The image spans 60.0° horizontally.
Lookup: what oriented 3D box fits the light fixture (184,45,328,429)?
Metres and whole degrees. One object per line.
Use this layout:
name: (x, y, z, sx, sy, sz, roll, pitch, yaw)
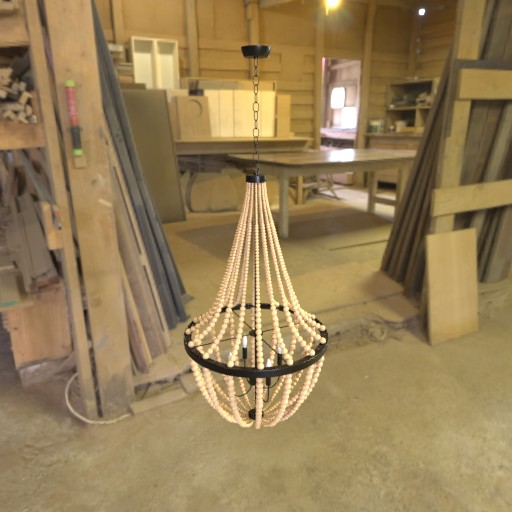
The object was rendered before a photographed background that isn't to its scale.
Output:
light fixture: (0.000, 0.000, 1.318, 0.450, 1.133, 0.450, 0, 18, 0)
